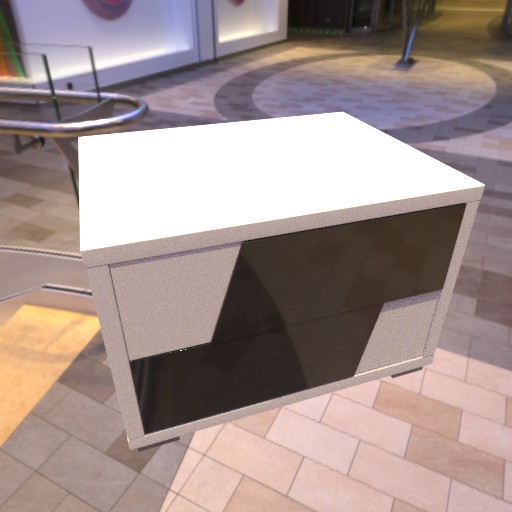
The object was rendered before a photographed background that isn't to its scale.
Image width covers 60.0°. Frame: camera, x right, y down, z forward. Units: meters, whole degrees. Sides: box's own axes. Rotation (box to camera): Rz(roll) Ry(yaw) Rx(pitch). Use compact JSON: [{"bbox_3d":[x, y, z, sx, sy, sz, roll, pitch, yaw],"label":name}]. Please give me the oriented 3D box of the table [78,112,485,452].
[{"bbox_3d":[0.000,0.000,0.779,0.517,0.357,0.399,-10,34,-16],"label":"table"}]
